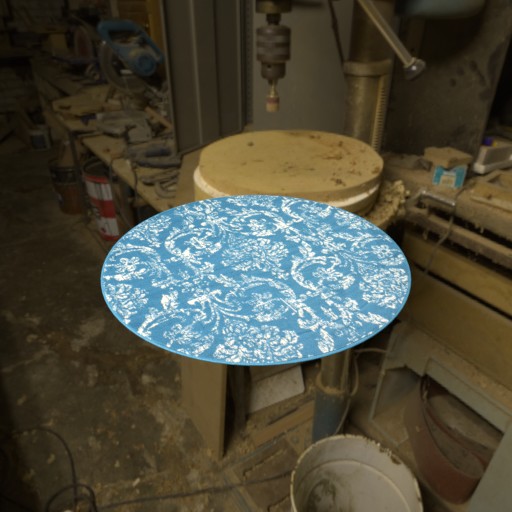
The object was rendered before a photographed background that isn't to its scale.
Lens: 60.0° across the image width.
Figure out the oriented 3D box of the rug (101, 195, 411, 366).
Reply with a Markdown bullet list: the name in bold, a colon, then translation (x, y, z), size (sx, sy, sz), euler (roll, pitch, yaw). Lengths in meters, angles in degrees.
- **rug**: translation (0.000, 0.000, 2.374), size (1.593, 0.012, 1.593), euler (0, 32, 0)
